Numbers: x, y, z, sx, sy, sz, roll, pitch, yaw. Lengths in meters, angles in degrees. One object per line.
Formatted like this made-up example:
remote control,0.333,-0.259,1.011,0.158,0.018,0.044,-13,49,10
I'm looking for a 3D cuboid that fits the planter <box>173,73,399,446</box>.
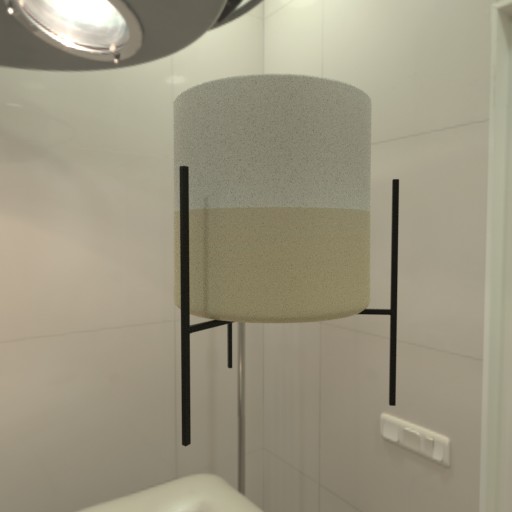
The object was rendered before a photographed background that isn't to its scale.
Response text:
planter,0.000,0.000,0.552,0.263,0.362,0.267,-2,4,-36
